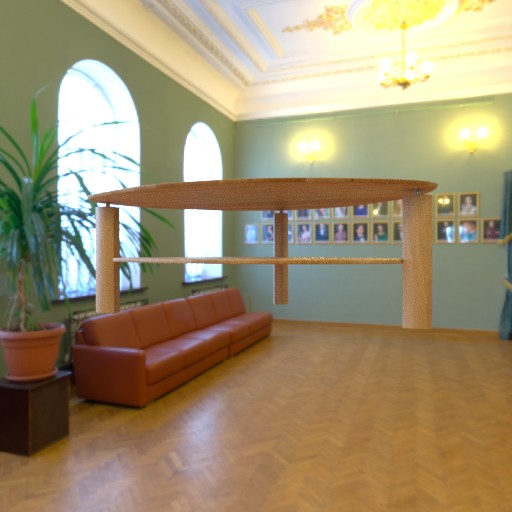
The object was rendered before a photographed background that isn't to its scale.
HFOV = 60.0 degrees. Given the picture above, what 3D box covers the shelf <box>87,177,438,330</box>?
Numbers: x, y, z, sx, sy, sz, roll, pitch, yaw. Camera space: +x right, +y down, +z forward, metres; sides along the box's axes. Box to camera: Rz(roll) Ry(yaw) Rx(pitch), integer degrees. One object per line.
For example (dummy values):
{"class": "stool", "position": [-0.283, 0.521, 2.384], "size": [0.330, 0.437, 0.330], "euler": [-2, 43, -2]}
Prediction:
{"class": "shelf", "position": [0.000, 0.000, 1.659], "size": [1.246, 0.440, 0.845], "euler": [0, 1, 18]}
